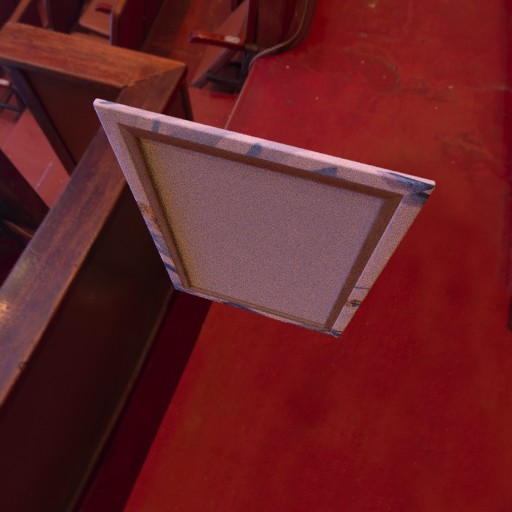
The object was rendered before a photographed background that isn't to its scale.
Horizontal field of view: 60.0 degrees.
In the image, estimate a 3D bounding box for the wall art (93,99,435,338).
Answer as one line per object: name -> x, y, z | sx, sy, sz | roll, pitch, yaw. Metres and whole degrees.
wall art -> 0.000, 0.000, 1.168 | 0.610, 0.914, 0.016 | 16, 65, 7
